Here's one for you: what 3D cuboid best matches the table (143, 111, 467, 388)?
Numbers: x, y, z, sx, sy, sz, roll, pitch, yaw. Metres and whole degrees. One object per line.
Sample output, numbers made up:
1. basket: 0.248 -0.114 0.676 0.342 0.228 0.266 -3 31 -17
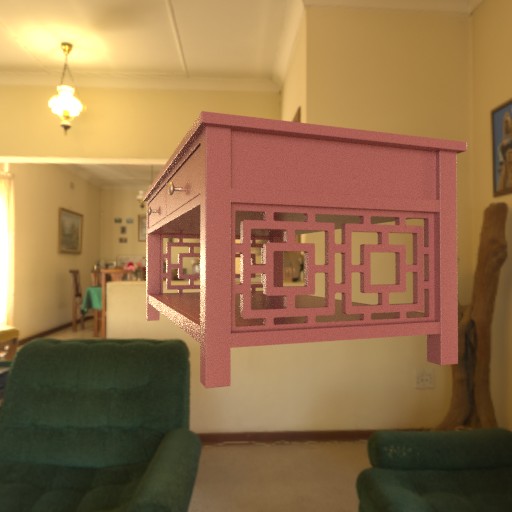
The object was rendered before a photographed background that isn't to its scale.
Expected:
1. table: 0.000 0.000 1.379 0.612 0.493 1.068 0 -1 -20
